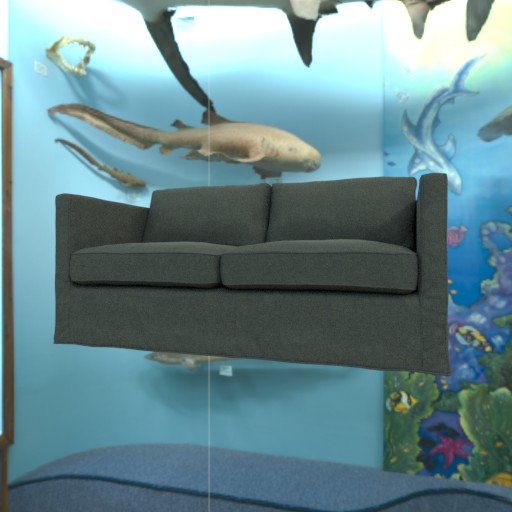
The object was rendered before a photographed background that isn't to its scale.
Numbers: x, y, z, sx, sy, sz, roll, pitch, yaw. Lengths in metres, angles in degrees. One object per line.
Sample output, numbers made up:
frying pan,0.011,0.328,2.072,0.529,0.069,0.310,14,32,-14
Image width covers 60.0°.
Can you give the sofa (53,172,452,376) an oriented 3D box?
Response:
sofa,0.000,0.000,2.298,1.802,0.854,0.974,0,0,19
